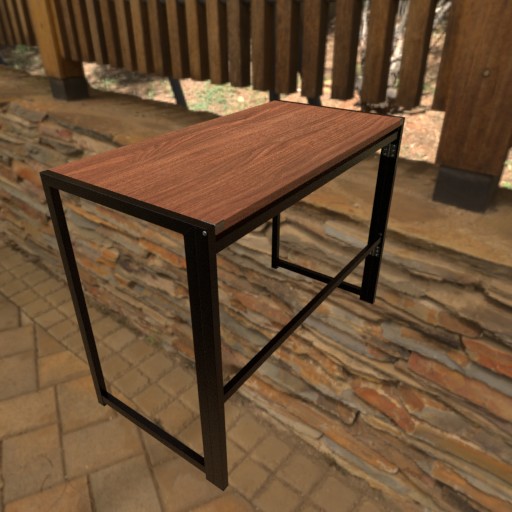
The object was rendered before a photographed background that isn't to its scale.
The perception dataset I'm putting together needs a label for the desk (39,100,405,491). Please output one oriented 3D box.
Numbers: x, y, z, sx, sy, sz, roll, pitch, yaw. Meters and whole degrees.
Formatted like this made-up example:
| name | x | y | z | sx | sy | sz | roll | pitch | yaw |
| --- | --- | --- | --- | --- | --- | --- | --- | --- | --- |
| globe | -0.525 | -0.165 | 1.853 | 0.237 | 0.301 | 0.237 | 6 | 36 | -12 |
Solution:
| name | x | y | z | sx | sy | sz | roll | pitch | yaw |
| --- | --- | --- | --- | --- | --- | --- | --- | --- | --- |
| desk | 0.000 | 0.000 | 1.441 | 0.508 | 0.762 | 1.016 | 20 | 36 | 30 |
